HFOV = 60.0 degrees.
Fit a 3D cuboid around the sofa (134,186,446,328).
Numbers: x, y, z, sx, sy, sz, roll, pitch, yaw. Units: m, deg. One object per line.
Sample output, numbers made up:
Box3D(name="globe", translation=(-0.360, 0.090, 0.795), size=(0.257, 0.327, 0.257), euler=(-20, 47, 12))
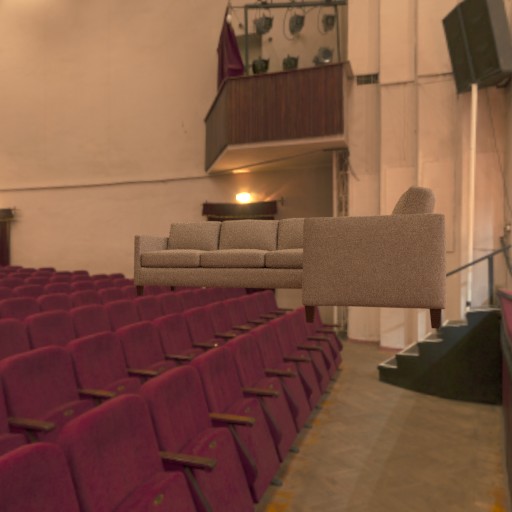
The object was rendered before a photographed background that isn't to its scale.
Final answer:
Box3D(name="sofa", translation=(0.000, 0.000, 4.441), size=(3.333, 0.934, 2.522), euler=(0, 0, 18))
